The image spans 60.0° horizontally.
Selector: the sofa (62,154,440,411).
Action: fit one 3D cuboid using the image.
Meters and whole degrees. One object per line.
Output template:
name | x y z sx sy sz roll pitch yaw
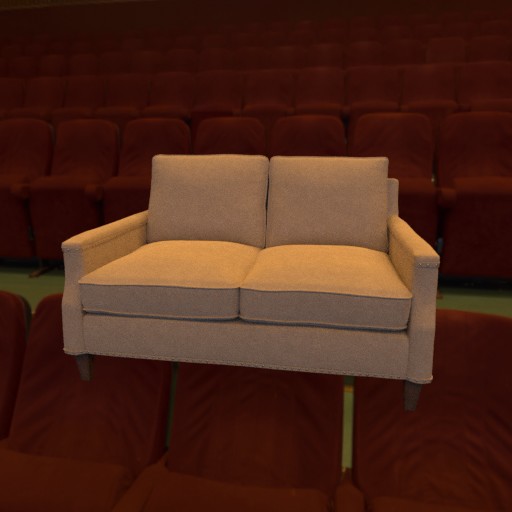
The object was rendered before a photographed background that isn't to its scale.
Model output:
sofa | 0.000 0.000 2.282 1.597 1.002 1.084 2 15 9
